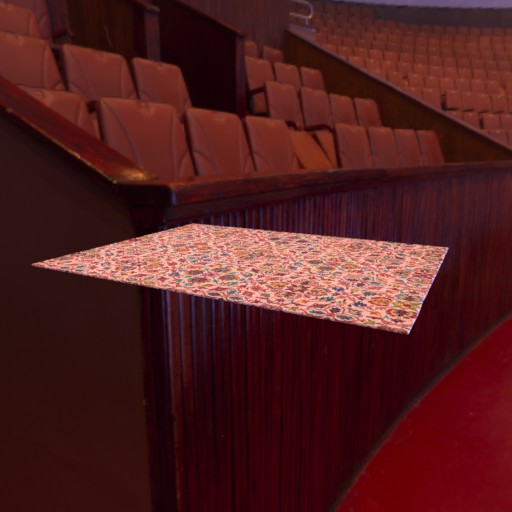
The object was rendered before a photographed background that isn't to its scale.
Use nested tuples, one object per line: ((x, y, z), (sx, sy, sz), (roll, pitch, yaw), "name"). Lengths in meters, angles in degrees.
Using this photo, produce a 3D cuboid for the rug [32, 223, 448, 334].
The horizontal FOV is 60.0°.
((0.000, 0.000, 4.253), (3.215, 0.020, 2.446), (7, 15, 27), "rug")
